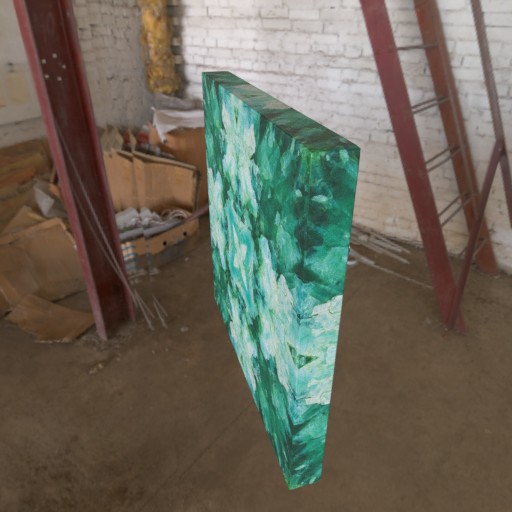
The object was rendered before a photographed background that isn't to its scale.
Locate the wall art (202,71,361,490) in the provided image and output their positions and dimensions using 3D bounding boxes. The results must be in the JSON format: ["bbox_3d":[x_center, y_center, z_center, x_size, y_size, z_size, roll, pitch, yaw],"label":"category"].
[{"bbox_3d":[0.000,0.000,0.455,0.033,0.313,0.313,-9,32,-15],"label":"wall art"}]
